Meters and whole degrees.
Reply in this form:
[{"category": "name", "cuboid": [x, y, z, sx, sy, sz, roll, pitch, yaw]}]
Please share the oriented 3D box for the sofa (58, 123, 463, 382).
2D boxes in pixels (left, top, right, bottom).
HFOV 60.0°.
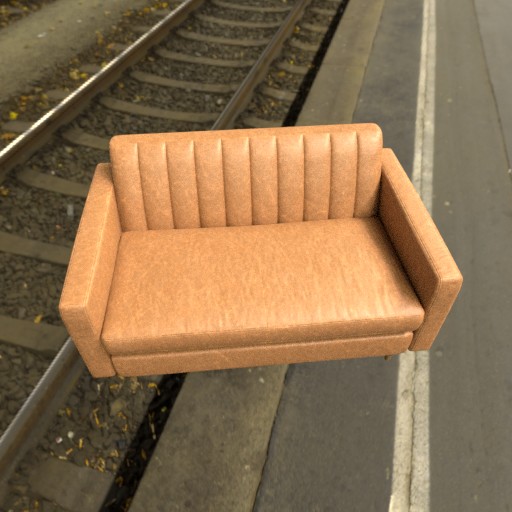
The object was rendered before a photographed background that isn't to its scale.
[{"category": "sofa", "cuboid": [0.000, 0.000, 2.115, 1.549, 0.820, 0.960, -4, 46, -4]}]
